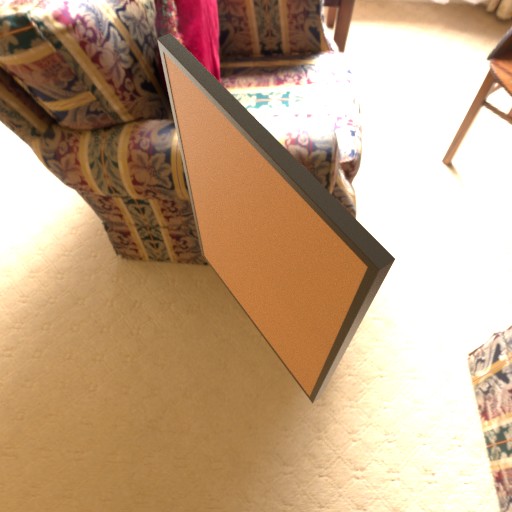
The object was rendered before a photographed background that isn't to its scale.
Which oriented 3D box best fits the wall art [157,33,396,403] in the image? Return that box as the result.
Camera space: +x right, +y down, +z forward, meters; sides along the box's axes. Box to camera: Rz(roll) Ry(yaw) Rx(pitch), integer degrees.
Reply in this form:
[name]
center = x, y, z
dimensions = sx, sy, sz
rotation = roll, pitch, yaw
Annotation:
[wall art]
center = 0.000, 0.000, 1.401
dimensions = 0.039, 1.061, 0.804
rotation = -31, 64, -17
